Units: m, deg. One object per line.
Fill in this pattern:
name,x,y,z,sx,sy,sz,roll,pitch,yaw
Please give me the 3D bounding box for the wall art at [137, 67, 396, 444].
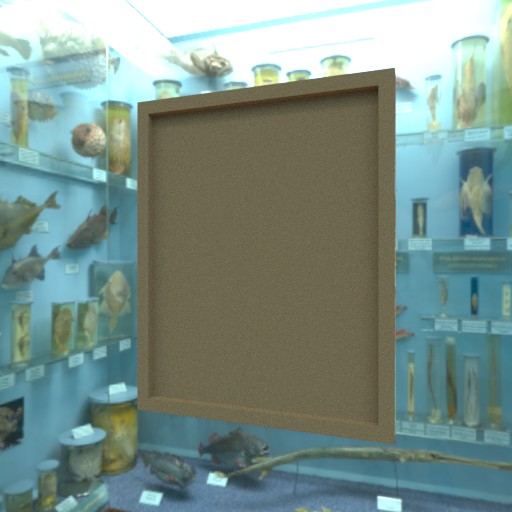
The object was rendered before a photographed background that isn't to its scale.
wall art,0.000,0.000,0.677,0.406,0.508,0.028,0,0,20
